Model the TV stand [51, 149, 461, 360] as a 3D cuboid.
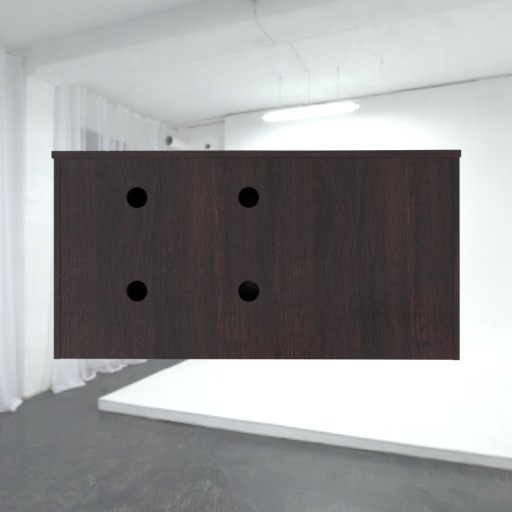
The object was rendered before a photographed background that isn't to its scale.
[{"bbox_3d":[0.000,0.000,1.489,1.192,0.614,0.404,0,0,1],"label":"TV stand"}]
